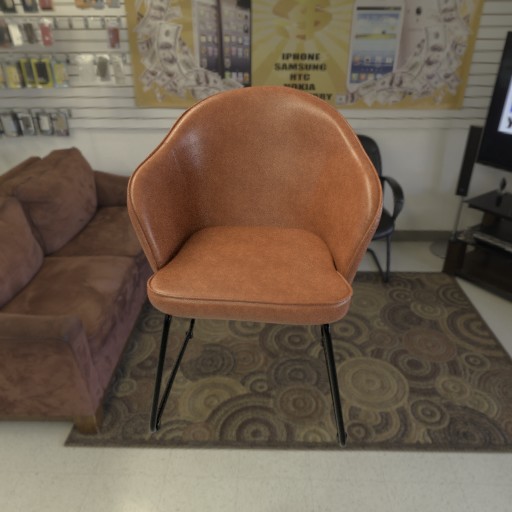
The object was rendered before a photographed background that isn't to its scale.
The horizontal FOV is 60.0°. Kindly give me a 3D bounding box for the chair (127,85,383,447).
[{"bbox_3d":[0.000,0.000,1.184,0.582,0.785,0.580,2,28,4],"label":"chair"}]
